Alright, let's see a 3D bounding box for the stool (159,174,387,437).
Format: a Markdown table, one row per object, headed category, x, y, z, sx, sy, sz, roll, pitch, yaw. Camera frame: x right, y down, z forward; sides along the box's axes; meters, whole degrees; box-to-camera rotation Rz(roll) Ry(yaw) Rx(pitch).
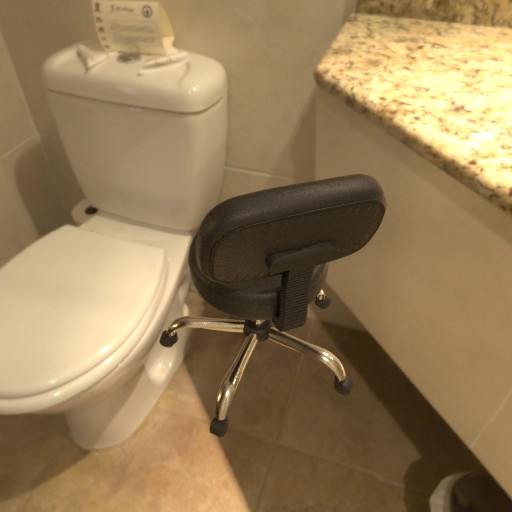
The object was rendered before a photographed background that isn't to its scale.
| category | x | y | z | sx | sy | sz | roll | pitch | yaw |
| --- | --- | --- | --- | --- | --- | --- | --- | --- | --- |
| stool | 0.000 | 0.000 | 1.334 | 0.673 | 0.862 | 0.648 | -13 | 45 | -13 |
